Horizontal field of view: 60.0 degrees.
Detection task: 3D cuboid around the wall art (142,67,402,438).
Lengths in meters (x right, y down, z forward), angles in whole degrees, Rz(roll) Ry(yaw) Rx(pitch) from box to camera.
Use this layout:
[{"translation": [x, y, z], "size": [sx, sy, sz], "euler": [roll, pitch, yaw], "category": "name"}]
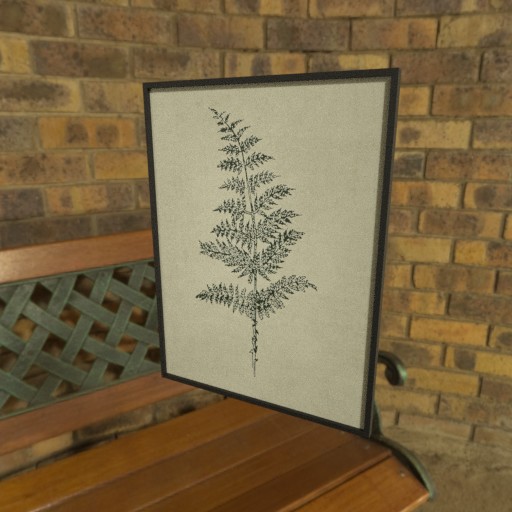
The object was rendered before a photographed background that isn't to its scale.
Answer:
[{"translation": [0.000, 0.000, 1.418], "size": [0.802, 1.070, 0.036], "euler": [8, 18, 25], "category": "wall art"}]
